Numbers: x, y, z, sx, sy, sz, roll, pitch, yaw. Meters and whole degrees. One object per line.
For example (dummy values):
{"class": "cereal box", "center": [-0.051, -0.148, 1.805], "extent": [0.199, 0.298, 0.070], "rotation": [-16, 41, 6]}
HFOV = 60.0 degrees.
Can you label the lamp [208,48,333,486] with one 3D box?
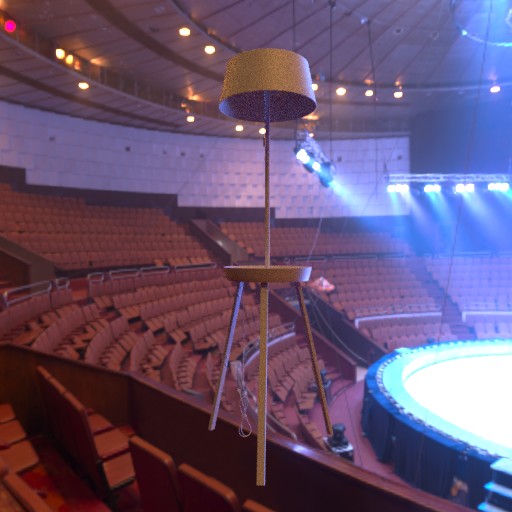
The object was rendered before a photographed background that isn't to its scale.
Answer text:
{"class": "lamp", "center": [0.000, 0.000, 1.686], "extent": [0.468, 1.429, 0.508], "rotation": [0, 0, 35]}
